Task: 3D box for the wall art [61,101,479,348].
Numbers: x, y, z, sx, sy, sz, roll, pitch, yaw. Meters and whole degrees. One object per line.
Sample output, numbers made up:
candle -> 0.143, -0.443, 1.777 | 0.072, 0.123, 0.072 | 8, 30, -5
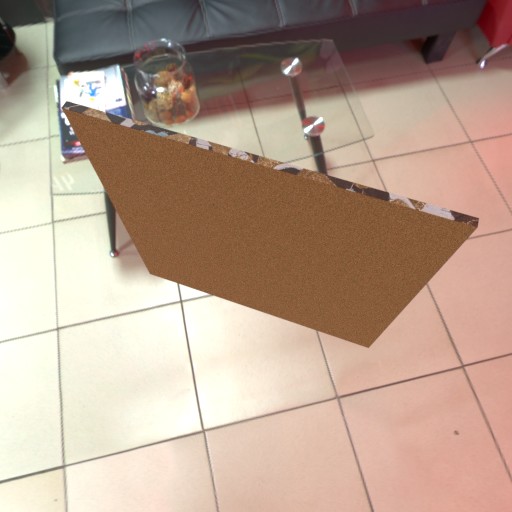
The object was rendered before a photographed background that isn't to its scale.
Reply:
wall art -> 0.000, 0.000, 0.591 | 0.404, 0.406, 0.010 | 18, 65, 8
